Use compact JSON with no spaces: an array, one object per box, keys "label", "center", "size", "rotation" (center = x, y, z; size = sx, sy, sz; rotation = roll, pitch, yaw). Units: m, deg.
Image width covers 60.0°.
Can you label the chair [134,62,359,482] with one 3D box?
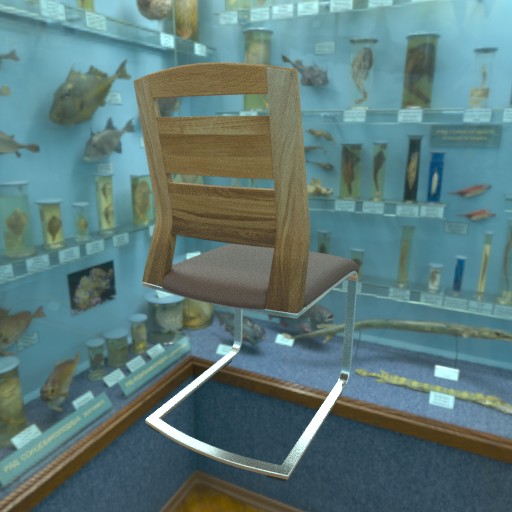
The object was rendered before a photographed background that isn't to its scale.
[{"label":"chair","center":[0.000,0.000,1.274],"size":[0.460,0.970,0.570],"rotation":[9,18,27]}]
